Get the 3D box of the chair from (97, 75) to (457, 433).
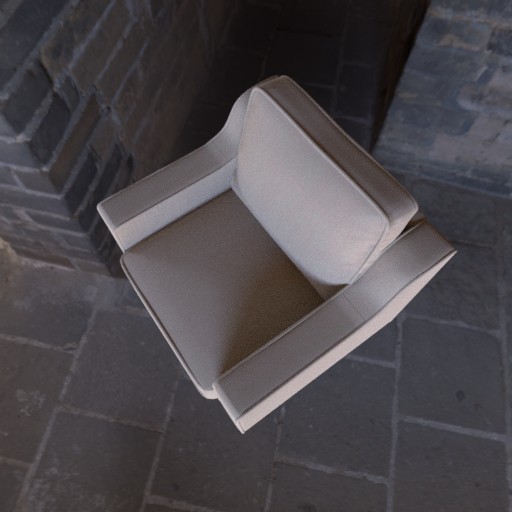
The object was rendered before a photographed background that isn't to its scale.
[{"bbox_3d":[0.000,0.000,1.672,0.882,0.948,0.922,-33,68,-15],"label":"chair"}]
